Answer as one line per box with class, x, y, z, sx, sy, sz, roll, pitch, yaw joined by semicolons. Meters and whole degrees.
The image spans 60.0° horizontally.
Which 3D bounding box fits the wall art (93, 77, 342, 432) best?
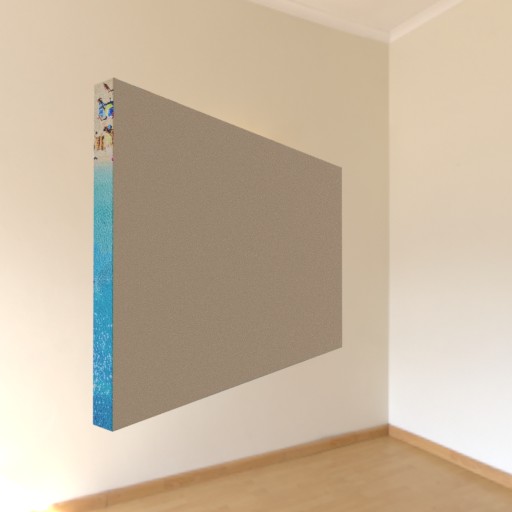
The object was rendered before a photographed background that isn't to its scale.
wall art;0.000;0.000;1.120;0.057;0.595;0.894;0;-1;36
